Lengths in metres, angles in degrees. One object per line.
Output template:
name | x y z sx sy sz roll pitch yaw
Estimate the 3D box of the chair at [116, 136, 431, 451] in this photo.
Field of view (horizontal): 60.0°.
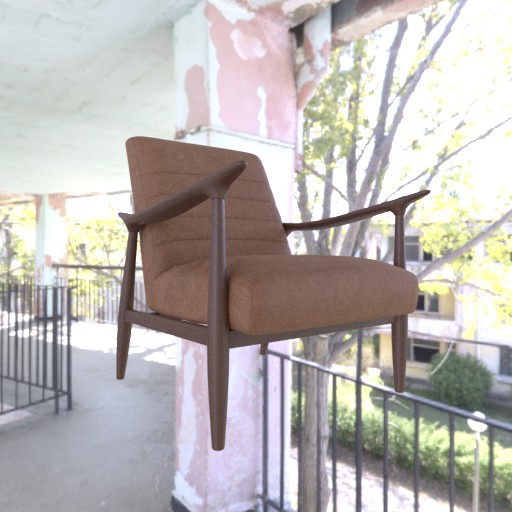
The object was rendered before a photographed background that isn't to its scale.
chair | 0.000 0.000 1.395 0.741 0.832 0.798 0 0 -37
